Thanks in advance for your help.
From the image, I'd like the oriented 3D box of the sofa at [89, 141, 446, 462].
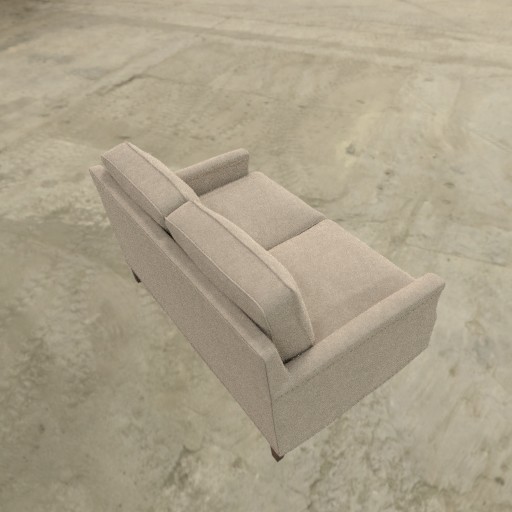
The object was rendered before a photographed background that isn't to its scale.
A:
[{"bbox_3d":[0.000,0.000,2.311,1.084,1.002,1.597,-26,47,-27],"label":"sofa"}]
